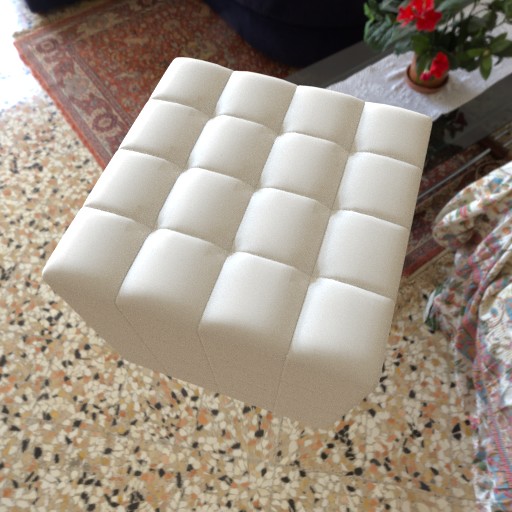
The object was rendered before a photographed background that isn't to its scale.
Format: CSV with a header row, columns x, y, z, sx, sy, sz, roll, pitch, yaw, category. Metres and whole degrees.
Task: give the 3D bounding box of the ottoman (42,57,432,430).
x,y,z,sx,sy,sz,roll,pitch,yaw,category
0.000,0.000,0.782,0.425,0.432,0.425,17,64,9,ottoman
